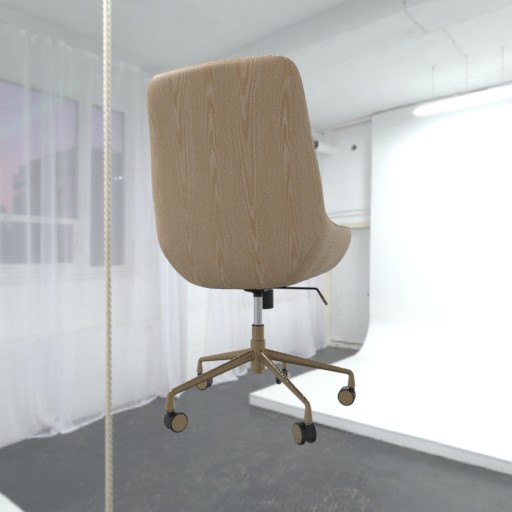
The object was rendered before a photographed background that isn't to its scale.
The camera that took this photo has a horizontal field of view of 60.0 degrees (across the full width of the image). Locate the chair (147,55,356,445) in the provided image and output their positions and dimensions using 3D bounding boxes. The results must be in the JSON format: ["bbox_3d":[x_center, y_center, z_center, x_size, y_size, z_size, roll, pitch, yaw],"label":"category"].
[{"bbox_3d":[0.000,0.000,1.368,0.564,0.952,0.668,0,-1,19],"label":"chair"}]
